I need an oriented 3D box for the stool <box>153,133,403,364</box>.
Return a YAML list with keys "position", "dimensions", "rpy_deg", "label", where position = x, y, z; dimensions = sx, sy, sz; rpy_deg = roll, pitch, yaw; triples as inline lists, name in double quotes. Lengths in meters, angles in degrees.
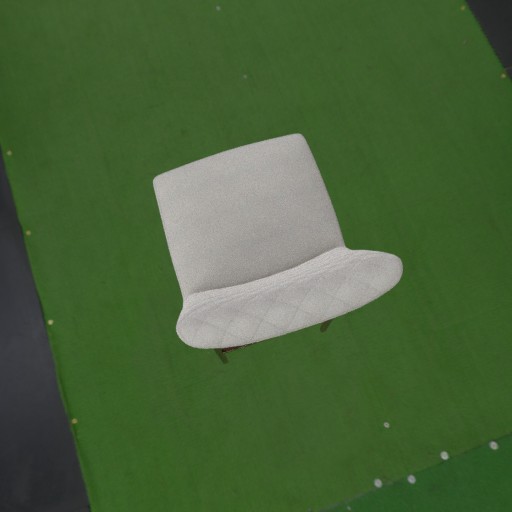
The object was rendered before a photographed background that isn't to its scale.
- position: [0.000, 0.000, 1.342]
  dimensions: [0.462, 1.084, 0.546]
  rpy_deg: [-17, 77, -4]
  label: "stool"
